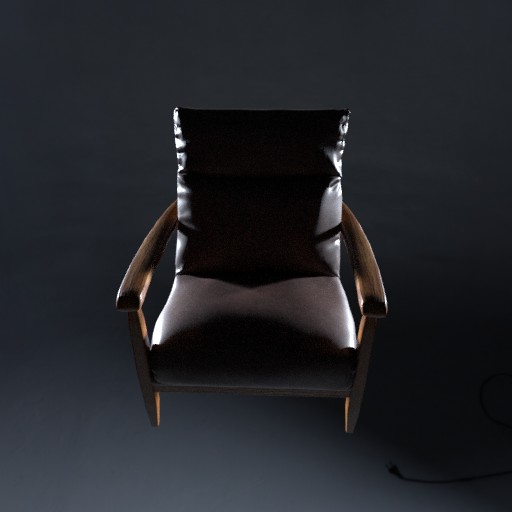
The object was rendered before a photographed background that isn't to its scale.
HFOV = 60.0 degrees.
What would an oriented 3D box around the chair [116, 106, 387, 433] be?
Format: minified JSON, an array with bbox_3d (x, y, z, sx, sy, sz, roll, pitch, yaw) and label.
[{"bbox_3d":[0.000,0.000,1.553,0.782,0.897,0.830,1,29,2],"label":"chair"}]
